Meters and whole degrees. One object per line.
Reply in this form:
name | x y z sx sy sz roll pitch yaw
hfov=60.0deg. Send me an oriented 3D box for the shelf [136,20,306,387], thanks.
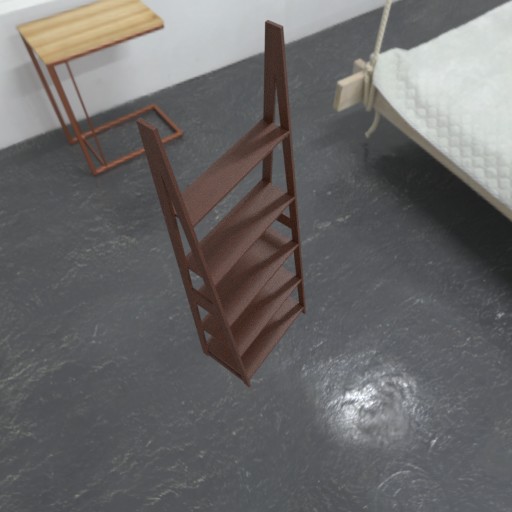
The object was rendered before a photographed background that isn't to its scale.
shelf | 0.000 0.000 1.994 0.350 1.770 0.600 32 63 19
